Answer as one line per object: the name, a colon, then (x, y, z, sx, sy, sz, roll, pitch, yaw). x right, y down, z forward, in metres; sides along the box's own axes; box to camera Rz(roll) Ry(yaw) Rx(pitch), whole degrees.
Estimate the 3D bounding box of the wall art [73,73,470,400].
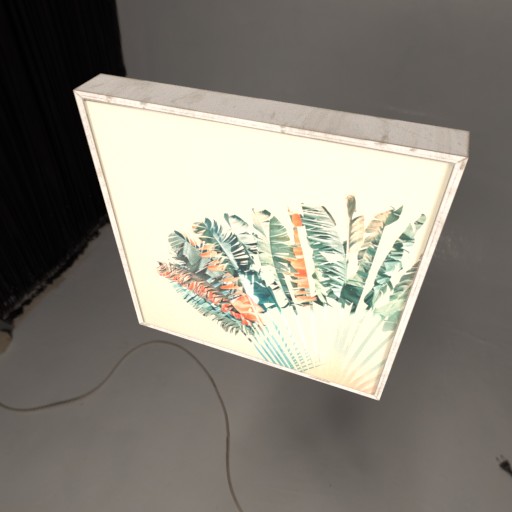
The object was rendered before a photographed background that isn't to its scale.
wall art: (0.000, 0.000, 0.439, 0.305, 0.303, 0.038, 14, 45, 15)
